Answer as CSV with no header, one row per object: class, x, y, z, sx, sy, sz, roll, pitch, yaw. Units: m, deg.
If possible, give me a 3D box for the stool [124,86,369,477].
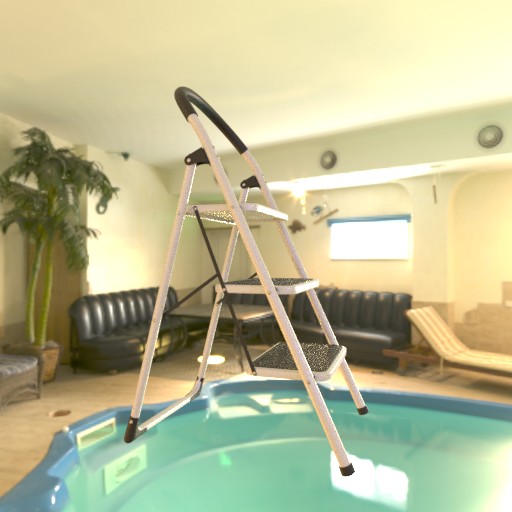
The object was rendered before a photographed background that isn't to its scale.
stool,0.000,0.000,1.432,0.676,1.109,0.485,0,0,18
